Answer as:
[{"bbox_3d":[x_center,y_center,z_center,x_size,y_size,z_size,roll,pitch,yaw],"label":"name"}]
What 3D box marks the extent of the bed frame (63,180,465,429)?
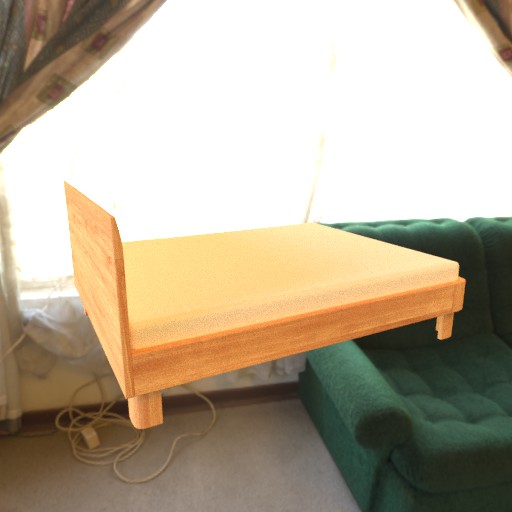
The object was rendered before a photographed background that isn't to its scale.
[{"bbox_3d":[0.000,0.000,2.912,2.092,0.940,1.660,-8,17,-27],"label":"bed frame"}]
